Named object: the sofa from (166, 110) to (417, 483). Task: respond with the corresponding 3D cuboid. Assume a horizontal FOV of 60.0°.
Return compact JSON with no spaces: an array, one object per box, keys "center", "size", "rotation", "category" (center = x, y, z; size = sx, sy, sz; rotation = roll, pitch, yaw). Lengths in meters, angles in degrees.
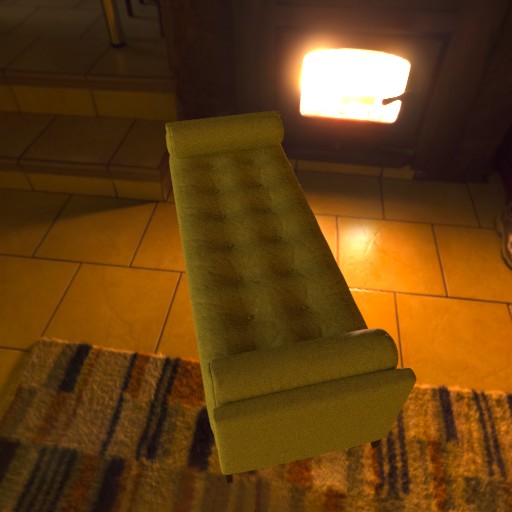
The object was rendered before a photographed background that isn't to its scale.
[{"center":[0.000,0.000,2.500],"size":[0.796,0.705,2.102],"rotation":[-9,47,-9],"category":"sofa"}]
